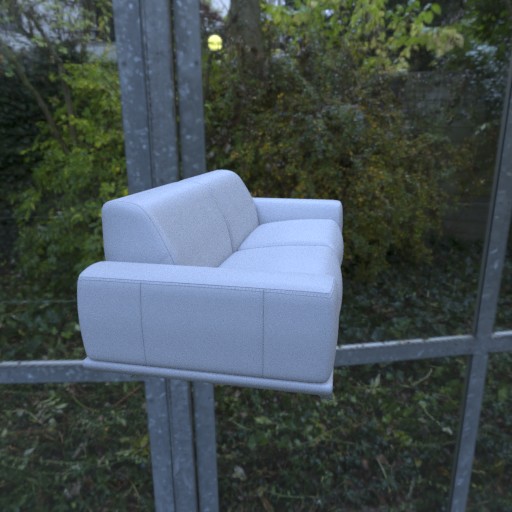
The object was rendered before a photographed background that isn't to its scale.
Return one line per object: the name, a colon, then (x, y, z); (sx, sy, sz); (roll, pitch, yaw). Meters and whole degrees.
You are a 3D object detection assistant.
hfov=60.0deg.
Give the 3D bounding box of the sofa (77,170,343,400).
sofa: (0.000, 0.000, 2.324); (0.900, 0.772, 1.901); (3, 16, 11)
